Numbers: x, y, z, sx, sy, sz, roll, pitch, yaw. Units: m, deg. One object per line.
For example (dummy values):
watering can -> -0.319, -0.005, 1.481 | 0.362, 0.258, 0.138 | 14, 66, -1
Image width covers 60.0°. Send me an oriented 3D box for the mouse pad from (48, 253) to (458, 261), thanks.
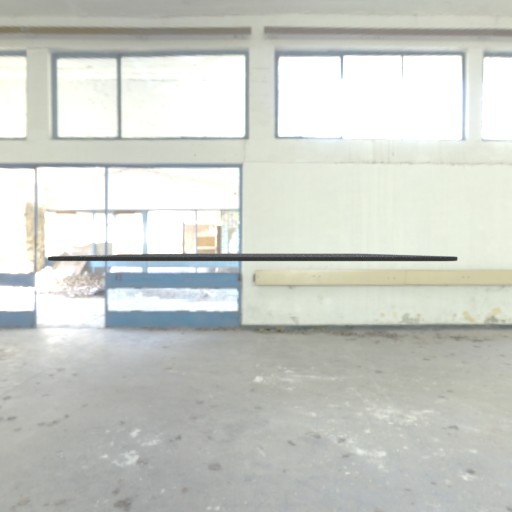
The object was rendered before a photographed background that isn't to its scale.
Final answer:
mouse pad -> 0.000, 0.000, 0.337 | 0.211, 0.002, 0.249 | 0, 1, 1
